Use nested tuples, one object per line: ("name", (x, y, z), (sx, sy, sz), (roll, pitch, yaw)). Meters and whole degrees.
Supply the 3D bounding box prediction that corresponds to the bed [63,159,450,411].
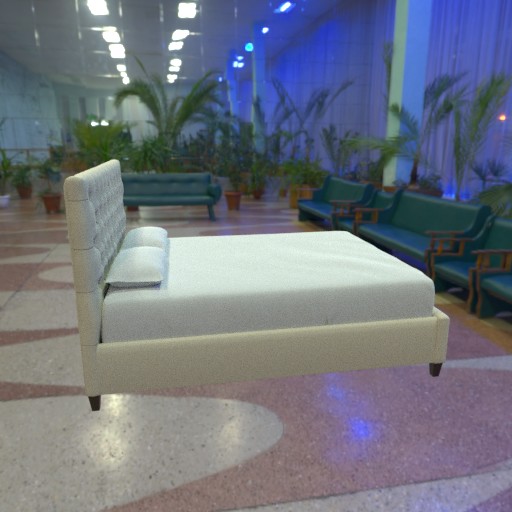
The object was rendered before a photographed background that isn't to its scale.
("bed", (0.000, 0.000, 3.503), (2.387, 1.427, 1.698), (-3, 16, -10))
